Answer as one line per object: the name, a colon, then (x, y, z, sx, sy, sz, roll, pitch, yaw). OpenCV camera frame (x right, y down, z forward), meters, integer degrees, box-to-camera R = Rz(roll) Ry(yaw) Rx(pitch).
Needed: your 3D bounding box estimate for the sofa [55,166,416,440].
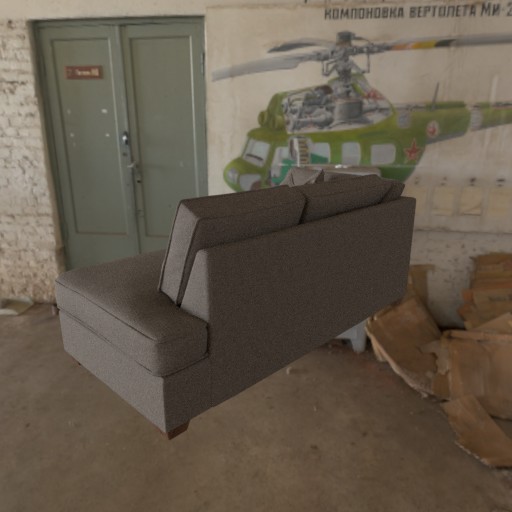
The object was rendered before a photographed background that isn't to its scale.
sofa: (0.000, 0.000, 2.881, 1.110, 1.033, 2.237, 16, 23, 42)
